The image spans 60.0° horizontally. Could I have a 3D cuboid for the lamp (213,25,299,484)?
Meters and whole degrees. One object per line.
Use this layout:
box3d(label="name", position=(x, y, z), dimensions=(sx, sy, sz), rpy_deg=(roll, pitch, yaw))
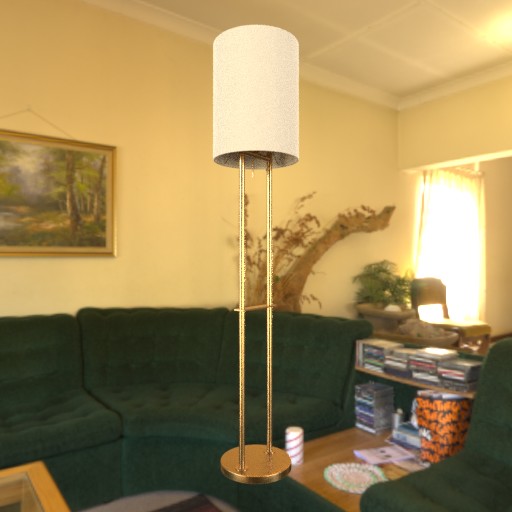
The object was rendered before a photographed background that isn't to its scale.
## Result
box3d(label="lamp", position=(0.000, 0.000, 1.585), dimensions=(0.305, 1.500, 0.306), rpy_deg=(0, -1, 36))
